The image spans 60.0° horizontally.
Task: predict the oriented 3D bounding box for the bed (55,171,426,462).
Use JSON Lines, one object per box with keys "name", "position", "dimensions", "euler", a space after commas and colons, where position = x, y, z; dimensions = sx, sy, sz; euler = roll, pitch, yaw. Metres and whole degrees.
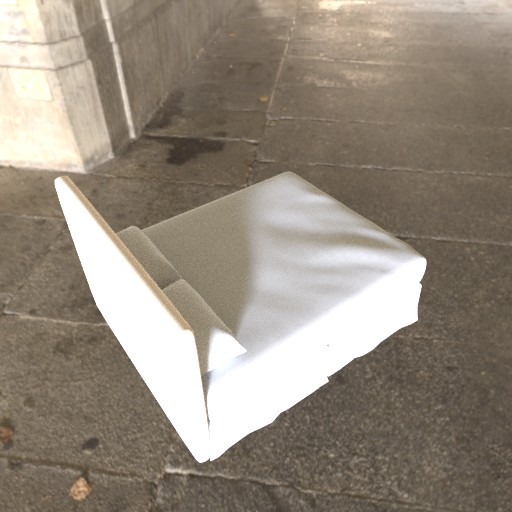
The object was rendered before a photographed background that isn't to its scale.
{"name": "bed", "position": [0.000, 0.000, 3.334], "dimensions": [2.142, 1.330, 1.748], "euler": [-26, 48, -27]}
